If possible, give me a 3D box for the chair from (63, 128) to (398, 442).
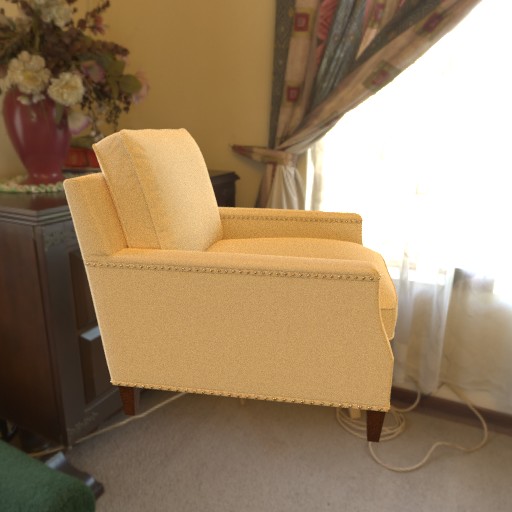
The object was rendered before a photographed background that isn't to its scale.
[{"bbox_3d":[0.000,0.000,1.707,1.014,0.943,0.853,3,17,9],"label":"chair"}]
